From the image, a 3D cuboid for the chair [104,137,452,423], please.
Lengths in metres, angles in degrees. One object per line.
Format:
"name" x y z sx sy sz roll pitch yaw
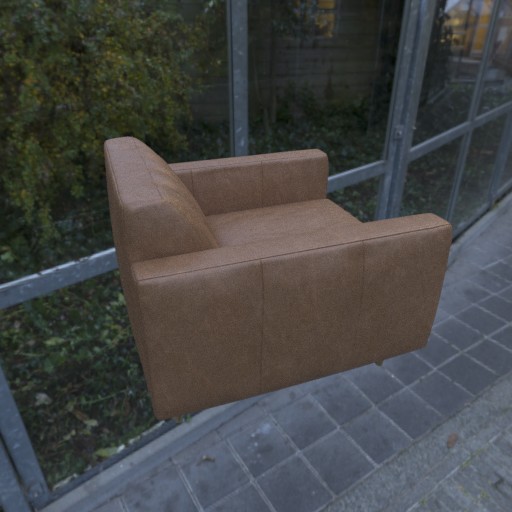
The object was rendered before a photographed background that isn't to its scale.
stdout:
"chair" 0.000 0.000 1.683 0.998 0.819 0.953 -10 31 -18
